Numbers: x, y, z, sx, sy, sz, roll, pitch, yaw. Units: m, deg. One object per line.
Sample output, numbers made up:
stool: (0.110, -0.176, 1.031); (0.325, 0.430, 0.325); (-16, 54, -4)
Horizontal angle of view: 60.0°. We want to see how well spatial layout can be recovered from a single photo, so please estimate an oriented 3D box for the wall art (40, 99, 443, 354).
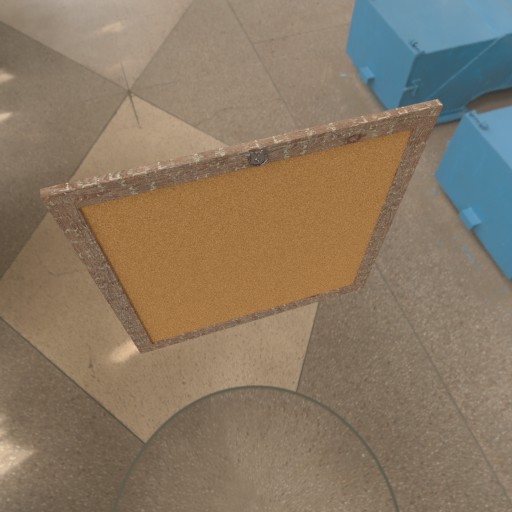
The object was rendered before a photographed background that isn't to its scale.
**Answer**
wall art: (0.000, 0.000, 0.570); (0.384, 0.384, 0.012); (-15, 59, -9)
